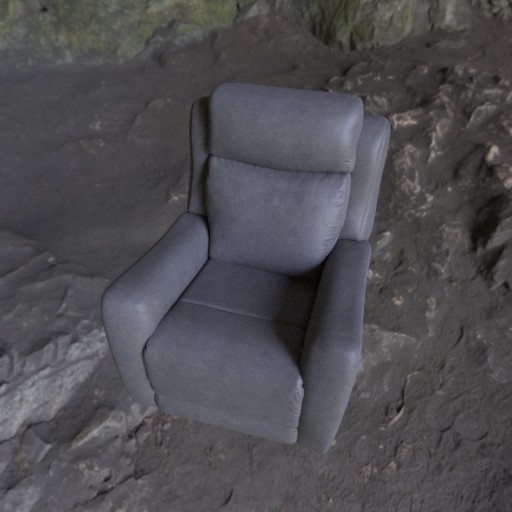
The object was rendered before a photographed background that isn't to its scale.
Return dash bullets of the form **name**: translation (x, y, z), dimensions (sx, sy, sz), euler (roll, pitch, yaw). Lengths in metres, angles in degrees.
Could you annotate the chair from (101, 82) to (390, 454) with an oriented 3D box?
- **chair**: translation (0.000, 0.000, 1.885), dimensions (0.967, 1.116, 1.068), euler (11, 43, 12)
